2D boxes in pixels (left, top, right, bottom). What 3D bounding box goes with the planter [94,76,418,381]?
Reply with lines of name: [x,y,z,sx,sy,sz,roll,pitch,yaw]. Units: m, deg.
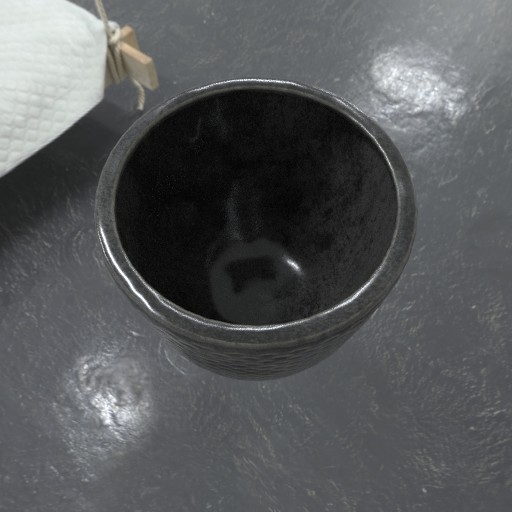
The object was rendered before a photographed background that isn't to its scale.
planter: [0.000,0.000,0.247,0.140,0.129,0.140,0,63,0]
